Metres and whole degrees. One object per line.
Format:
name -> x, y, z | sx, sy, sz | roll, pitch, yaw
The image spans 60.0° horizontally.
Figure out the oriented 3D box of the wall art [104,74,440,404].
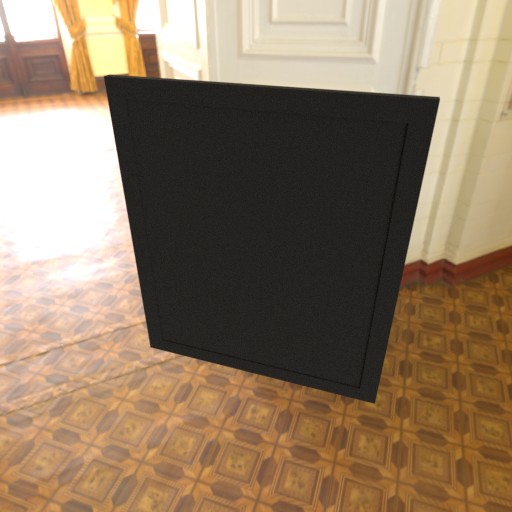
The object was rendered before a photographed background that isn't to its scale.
wall art -> 0.000, 0.000, 0.494 | 0.311, 0.361, 0.010 | 10, 34, 15
